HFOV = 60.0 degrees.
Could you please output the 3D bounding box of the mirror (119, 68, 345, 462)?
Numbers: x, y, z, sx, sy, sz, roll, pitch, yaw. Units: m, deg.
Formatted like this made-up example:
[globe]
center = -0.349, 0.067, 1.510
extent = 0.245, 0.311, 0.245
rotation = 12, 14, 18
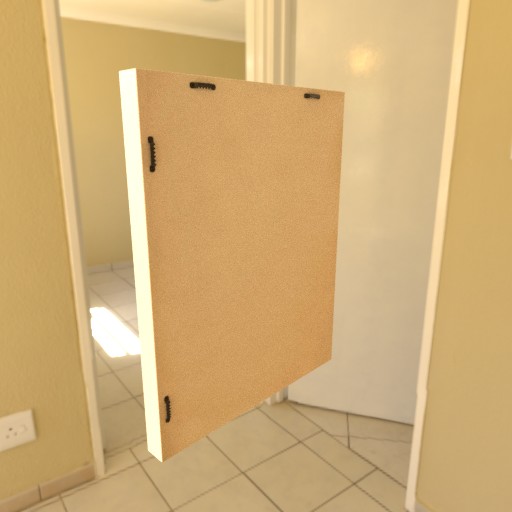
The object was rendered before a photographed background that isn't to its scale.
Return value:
[mirror]
center = 0.000, 0.000, 0.696
extent = 0.041, 0.508, 0.405
rotation = 15, 21, 42
